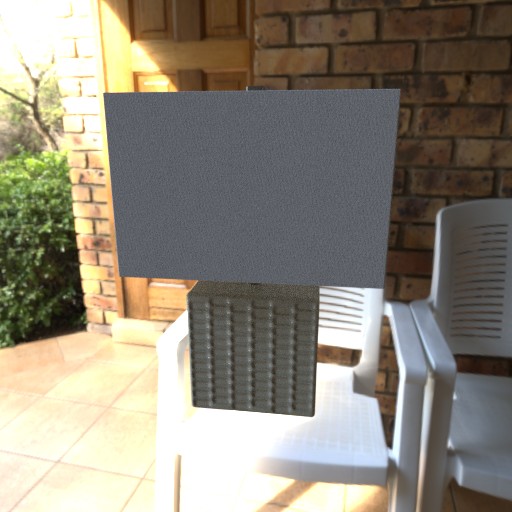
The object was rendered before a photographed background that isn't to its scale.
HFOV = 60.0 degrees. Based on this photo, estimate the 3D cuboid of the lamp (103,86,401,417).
[{"bbox_3d":[0.000,0.000,0.719,0.380,0.515,0.200,2,16,8],"label":"lamp"}]
